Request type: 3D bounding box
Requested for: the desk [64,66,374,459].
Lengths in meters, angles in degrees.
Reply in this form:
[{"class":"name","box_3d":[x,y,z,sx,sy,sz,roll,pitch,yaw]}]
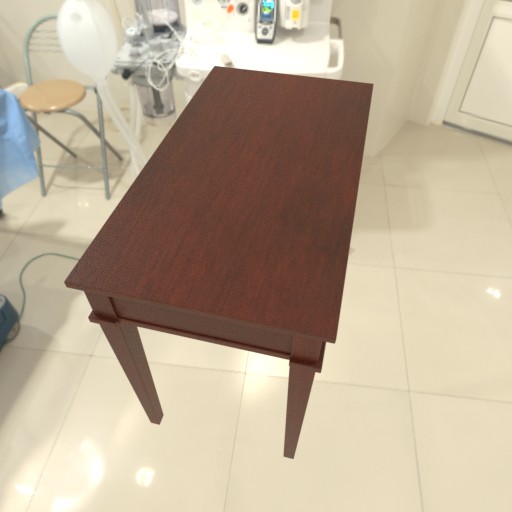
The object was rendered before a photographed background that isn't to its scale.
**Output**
[{"class":"desk","box_3d":[0.000,0.000,1.455,0.549,0.762,1.001,10,48,9]}]
